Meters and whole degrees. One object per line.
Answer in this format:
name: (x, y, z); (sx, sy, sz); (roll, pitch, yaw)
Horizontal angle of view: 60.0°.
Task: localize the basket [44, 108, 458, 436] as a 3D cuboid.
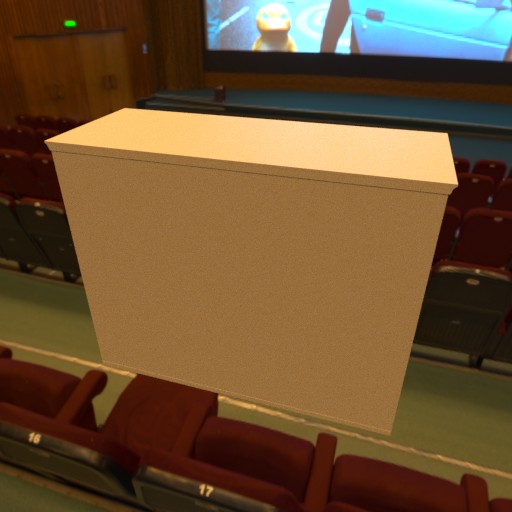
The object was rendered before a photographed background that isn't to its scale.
basket: (0.000, 0.000, 1.123); (0.792, 0.625, 0.376); (9, 32, 15)
